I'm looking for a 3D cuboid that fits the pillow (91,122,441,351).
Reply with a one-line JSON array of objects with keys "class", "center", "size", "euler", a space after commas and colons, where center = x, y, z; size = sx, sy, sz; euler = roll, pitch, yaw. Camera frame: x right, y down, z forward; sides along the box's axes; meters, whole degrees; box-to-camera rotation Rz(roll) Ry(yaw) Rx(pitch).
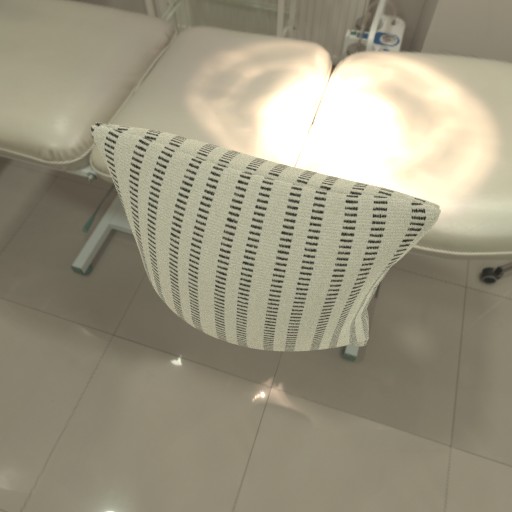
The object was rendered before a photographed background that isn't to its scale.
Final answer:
[{"class": "pillow", "center": [0.000, 0.000, 0.695], "size": [0.438, 0.419, 0.247], "euler": [16, 60, 9]}]
